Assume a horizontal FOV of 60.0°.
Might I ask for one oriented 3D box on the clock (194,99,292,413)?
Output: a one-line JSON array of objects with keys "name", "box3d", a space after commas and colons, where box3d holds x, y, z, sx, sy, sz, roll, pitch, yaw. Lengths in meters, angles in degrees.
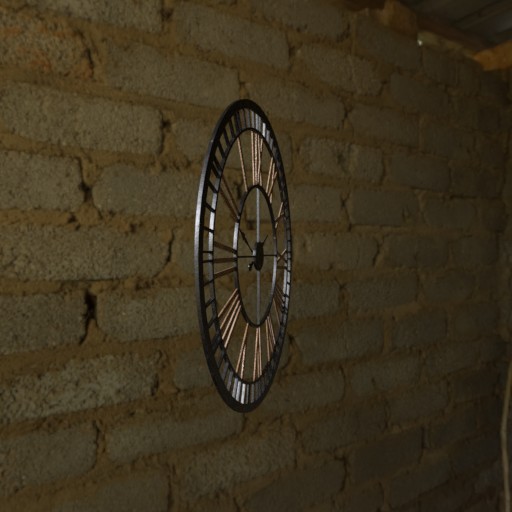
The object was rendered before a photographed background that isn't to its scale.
[{"name": "clock", "box3d": [0.000, 0.000, 1.258, 0.025, 0.843, 0.843, 0, 0, 17]}]
